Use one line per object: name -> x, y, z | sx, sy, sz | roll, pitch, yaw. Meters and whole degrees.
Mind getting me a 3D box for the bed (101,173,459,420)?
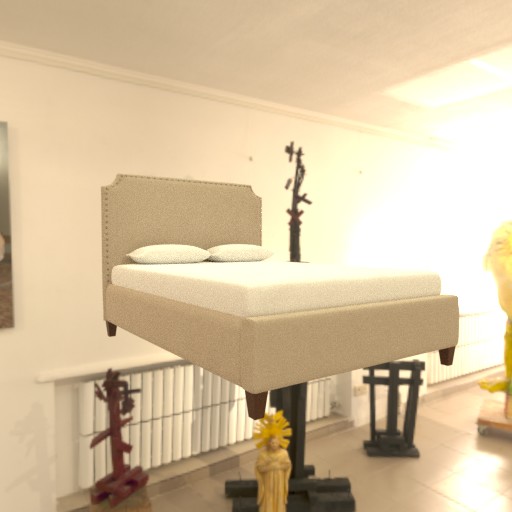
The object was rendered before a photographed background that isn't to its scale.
bed -> 0.000, 0.000, 3.444 | 1.713, 1.443, 2.372 | -1, 2, -35
